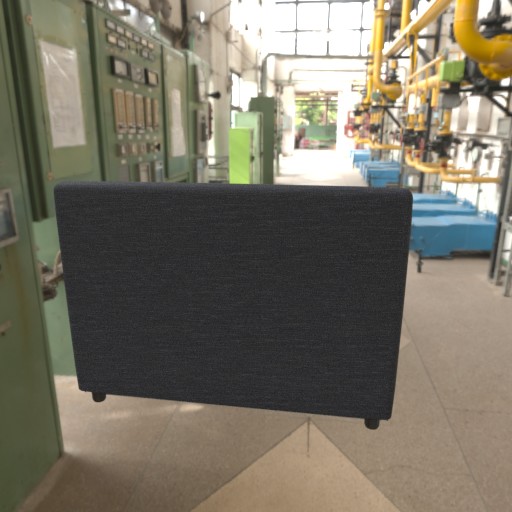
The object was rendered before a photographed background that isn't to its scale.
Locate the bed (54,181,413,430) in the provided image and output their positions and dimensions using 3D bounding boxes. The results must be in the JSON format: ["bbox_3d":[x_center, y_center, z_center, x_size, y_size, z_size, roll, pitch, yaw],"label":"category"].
[{"bbox_3d":[0.000,0.000,3.339,1.884,1.330,2.142,3,16,9],"label":"bed"}]
